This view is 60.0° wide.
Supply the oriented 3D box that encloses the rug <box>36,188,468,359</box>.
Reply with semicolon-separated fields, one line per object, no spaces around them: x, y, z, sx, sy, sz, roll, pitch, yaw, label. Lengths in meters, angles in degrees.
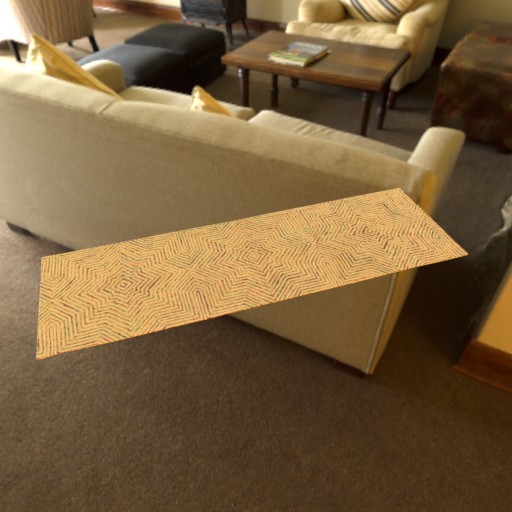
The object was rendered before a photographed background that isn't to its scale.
0.000;0.000;2.655;2.443;0.009;0.771;-12;43;-13;rug
